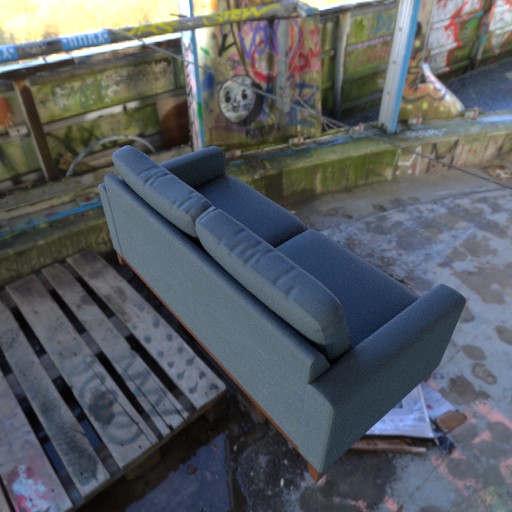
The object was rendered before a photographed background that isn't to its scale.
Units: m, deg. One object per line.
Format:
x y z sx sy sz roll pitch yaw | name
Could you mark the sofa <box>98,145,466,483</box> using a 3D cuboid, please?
0.000 0.000 2.369 0.877 0.865 1.900 -28 47 -29 | sofa
